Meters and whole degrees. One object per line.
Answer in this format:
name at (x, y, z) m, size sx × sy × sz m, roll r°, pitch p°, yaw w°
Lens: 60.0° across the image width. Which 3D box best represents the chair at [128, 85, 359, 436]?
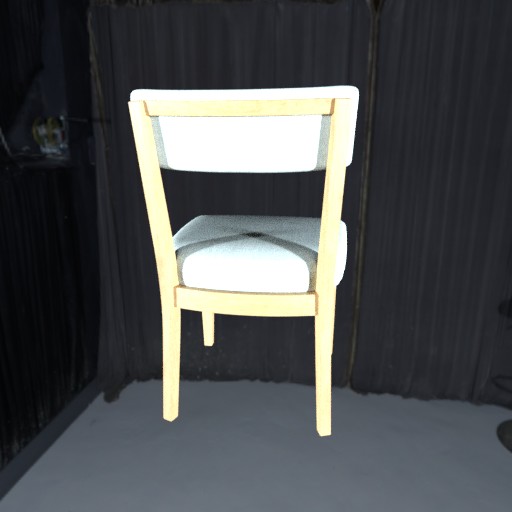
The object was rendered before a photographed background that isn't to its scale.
chair at (0.000, 0.000, 1.231) m, size 0.508 × 0.832 × 0.572 m, roll 2°, pitch 15°, yaw 9°
